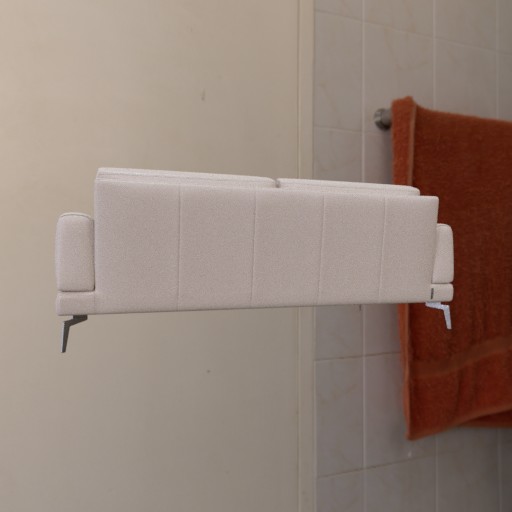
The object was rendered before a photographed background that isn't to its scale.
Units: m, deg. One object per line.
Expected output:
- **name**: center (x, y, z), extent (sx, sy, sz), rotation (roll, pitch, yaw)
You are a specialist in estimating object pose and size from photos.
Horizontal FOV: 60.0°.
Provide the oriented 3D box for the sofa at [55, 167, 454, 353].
- **sofa**: center (0.000, 0.000, 2.419), extent (1.940, 0.765, 0.974), rotation (0, 0, -18)
